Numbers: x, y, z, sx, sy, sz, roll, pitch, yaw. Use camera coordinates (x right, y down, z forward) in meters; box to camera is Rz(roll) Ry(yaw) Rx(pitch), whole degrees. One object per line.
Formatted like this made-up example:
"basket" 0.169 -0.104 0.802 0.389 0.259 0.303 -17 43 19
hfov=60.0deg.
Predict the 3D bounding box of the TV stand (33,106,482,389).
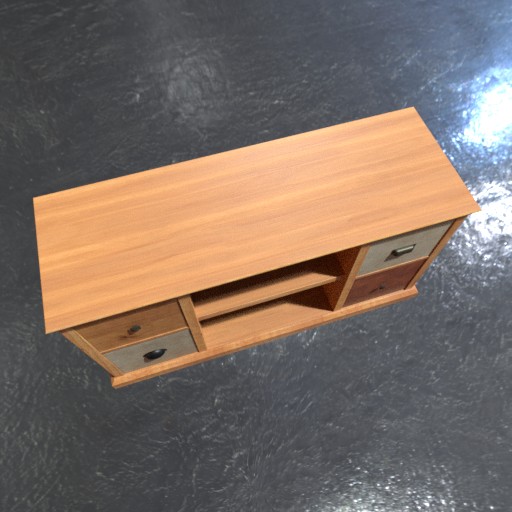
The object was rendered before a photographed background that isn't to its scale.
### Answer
"TV stand" 0.000 0.000 1.490 1.181 0.607 0.417 -15 63 -8
